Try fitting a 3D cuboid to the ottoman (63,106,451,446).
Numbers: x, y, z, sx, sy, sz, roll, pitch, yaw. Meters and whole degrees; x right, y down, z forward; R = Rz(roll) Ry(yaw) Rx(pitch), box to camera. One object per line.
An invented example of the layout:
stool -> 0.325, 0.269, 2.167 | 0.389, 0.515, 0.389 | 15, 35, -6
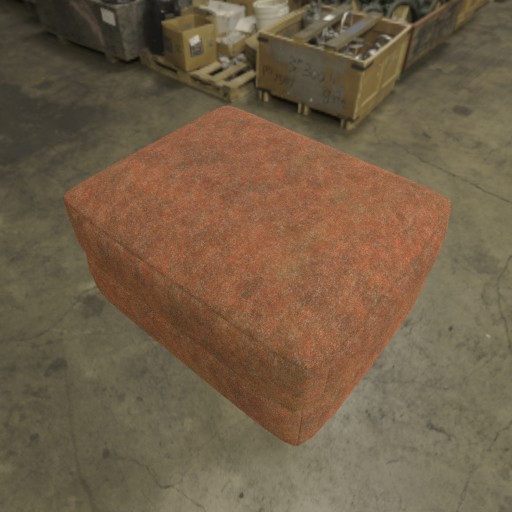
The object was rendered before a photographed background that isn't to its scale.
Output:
ottoman -> 0.000, 0.000, 1.172 | 0.787, 0.508, 0.635 | 31, 54, 26
